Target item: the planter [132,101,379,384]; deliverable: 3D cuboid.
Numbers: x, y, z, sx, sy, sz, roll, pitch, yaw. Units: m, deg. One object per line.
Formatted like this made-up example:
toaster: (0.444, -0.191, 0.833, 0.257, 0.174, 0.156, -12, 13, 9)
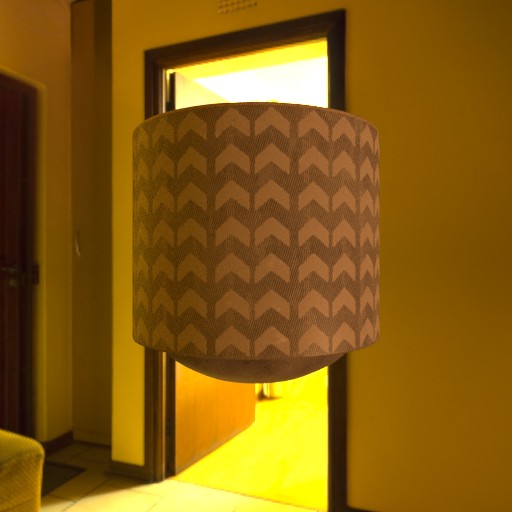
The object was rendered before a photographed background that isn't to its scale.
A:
planter: (0.000, 0.000, 0.466, 0.250, 0.239, 0.250, 0, 0, 0)
